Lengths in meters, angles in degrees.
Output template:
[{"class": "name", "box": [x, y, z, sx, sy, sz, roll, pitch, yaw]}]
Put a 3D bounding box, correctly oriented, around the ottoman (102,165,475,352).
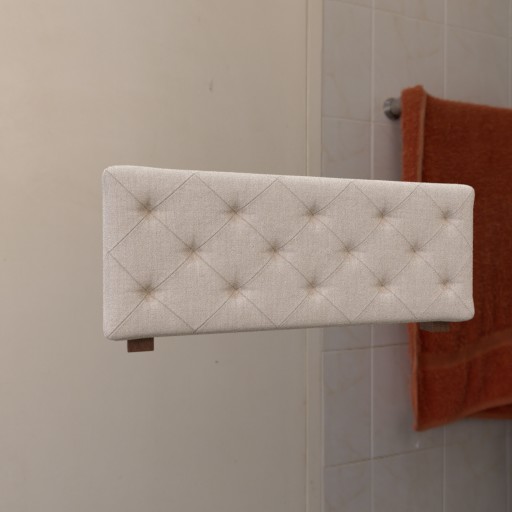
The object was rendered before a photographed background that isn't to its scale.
[{"class": "ottoman", "box": [0.000, 0.000, 1.614, 1.028, 0.439, 1.028, 0, 1, -17]}]
